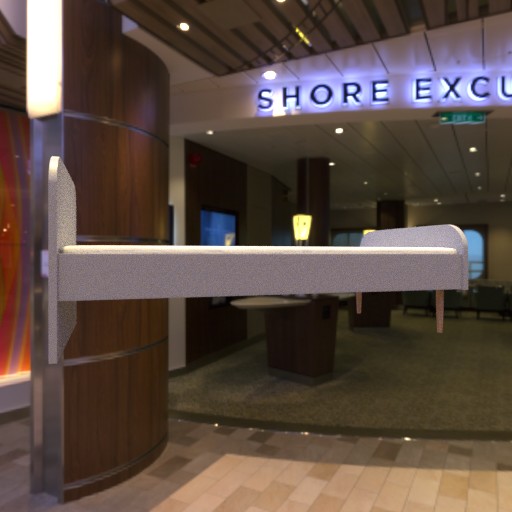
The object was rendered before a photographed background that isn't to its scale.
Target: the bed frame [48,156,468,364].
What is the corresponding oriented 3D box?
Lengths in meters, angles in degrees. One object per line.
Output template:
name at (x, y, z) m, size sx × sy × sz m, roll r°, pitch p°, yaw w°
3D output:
bed frame at (0.000, 0.000, 2.439) m, size 1.963 × 0.805 × 0.998 m, roll 0°, pitch 0°, yaw -18°
